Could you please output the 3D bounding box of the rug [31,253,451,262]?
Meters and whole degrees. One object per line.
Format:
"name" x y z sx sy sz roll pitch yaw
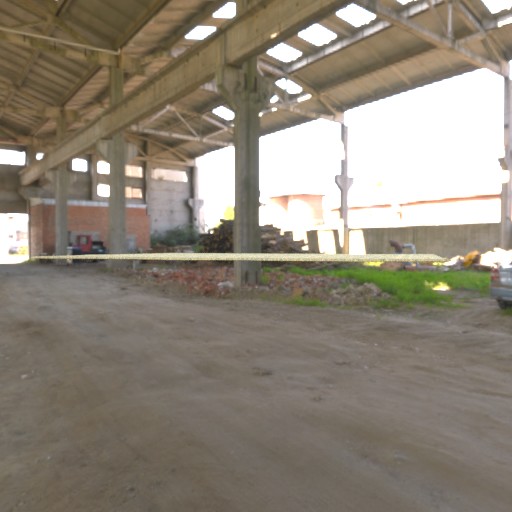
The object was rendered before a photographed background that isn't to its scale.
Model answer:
"rug" 0.000 0.000 2.401 1.850 0.015 1.250 0 1 20
